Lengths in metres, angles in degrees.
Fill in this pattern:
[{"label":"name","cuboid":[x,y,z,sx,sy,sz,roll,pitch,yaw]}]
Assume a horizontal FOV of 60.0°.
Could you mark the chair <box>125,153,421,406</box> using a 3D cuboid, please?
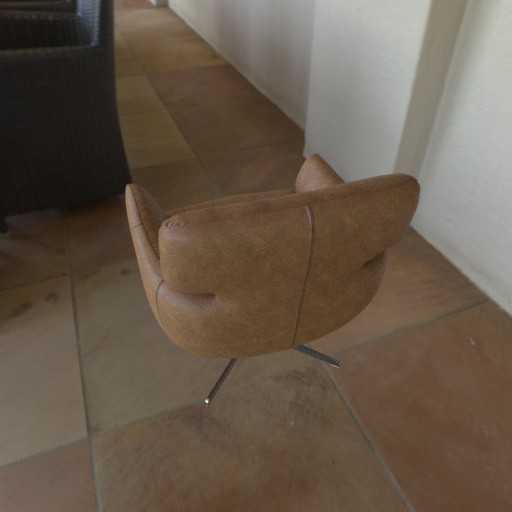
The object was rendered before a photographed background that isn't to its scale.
[{"label":"chair","cuboid":[0.000,0.000,1.375,0.706,0.812,0.715,-12,42,-14]}]
